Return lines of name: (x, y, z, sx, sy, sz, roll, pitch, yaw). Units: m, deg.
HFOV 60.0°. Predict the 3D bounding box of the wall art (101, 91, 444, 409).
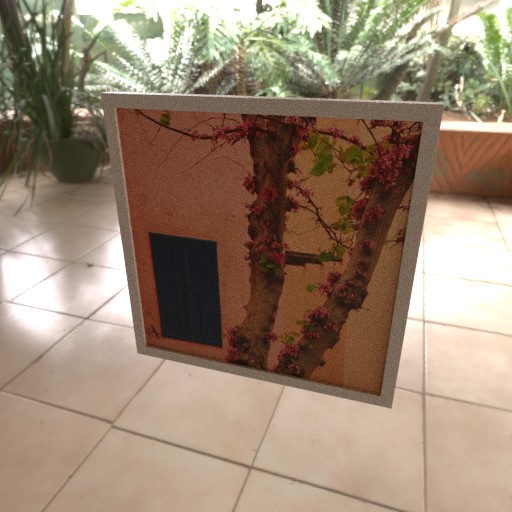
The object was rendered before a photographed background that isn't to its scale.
wall art: (0.000, 0.000, 1.125, 0.762, 0.762, 0.038, 8, 26, 16)
